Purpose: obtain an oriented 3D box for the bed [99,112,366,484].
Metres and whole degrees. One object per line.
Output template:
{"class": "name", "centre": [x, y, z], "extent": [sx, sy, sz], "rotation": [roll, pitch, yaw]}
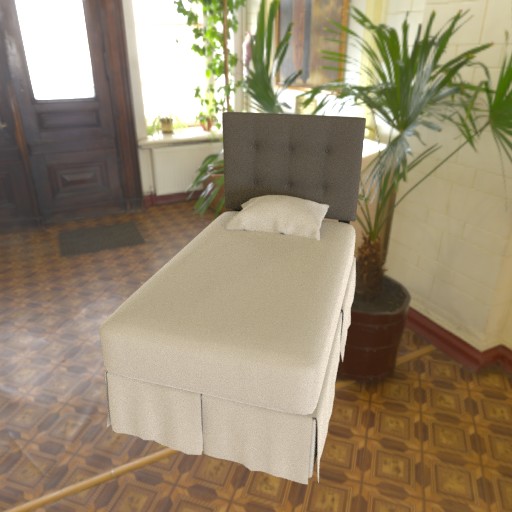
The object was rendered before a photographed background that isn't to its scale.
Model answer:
{"class": "bed", "centre": [0.000, 0.000, 2.947], "extent": [1.261, 1.571, 1.997], "rotation": [7, 26, 15]}
